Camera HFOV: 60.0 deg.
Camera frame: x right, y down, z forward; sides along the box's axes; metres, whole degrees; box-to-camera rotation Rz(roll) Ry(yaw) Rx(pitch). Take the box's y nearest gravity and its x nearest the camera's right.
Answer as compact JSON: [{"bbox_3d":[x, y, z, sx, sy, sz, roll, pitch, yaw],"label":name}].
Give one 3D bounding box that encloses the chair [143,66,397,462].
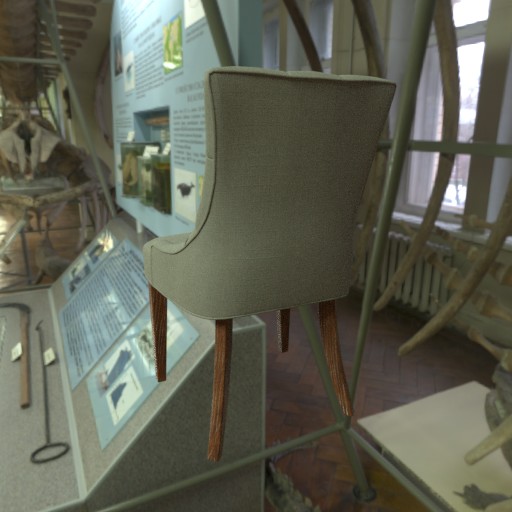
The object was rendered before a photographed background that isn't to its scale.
[{"bbox_3d":[0.000,0.000,1.200,0.509,0.874,0.565,-7,17,-25],"label":"chair"}]
